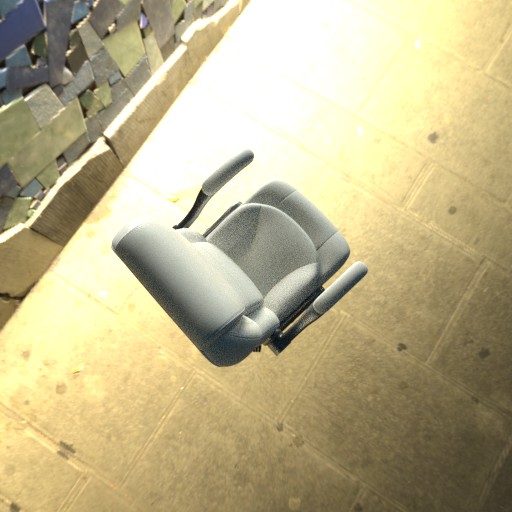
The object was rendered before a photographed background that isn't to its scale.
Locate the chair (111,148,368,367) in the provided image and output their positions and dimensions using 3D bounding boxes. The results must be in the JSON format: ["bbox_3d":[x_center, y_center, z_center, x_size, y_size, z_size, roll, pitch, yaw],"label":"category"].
[{"bbox_3d":[0.000,0.000,1.927,0.806,1.330,0.755,-42,80,-9],"label":"chair"}]
